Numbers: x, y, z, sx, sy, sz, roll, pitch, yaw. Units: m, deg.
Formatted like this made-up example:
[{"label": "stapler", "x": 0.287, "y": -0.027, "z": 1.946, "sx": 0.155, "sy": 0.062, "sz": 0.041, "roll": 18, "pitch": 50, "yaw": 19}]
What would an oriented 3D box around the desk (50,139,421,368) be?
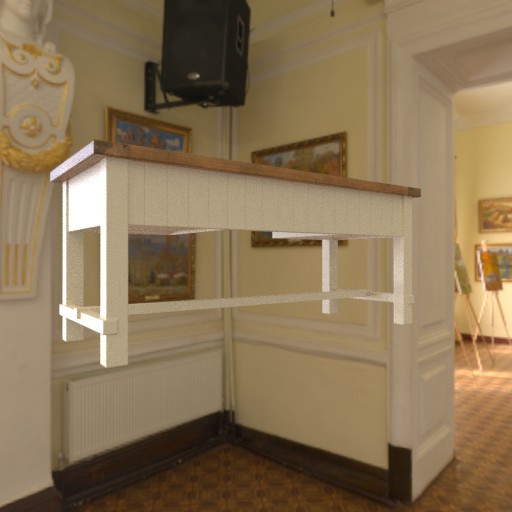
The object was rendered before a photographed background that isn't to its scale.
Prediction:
[{"label": "desk", "x": 0.000, "y": 0.000, "z": 2.258, "sx": 1.803, "sy": 0.762, "sz": 0.688, "roll": 0, "pitch": 0, "yaw": -36}]
